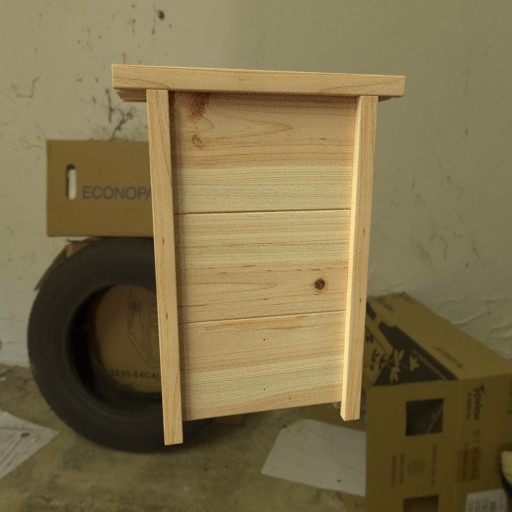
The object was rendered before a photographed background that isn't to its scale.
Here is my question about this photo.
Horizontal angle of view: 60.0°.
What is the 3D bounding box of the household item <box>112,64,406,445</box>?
[{"bbox_3d":[0.000,0.000,0.546,0.301,0.407,0.123,-3,13,-12],"label":"household item"}]
